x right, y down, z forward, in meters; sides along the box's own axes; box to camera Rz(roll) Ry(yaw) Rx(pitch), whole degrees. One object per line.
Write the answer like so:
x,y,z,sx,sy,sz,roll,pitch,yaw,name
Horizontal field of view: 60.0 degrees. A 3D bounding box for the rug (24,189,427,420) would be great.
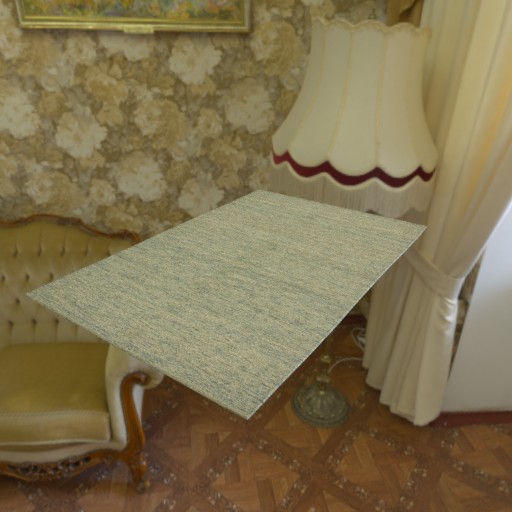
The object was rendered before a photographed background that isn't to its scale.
0.000,0.000,2.894,1.547,0.013,2.283,18,32,31,rug
